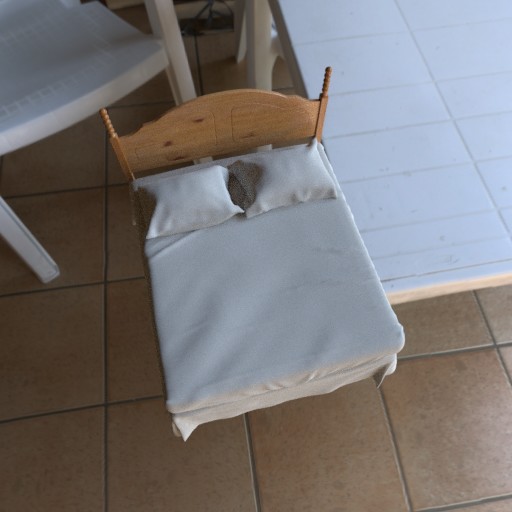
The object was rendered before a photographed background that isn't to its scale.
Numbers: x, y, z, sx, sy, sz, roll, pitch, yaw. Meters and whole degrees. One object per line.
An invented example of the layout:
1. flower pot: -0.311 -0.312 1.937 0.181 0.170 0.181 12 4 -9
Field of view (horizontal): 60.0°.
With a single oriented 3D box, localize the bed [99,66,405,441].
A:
1. bed: 0.000 0.000 3.209 1.873 1.356 2.040 -13 63 -7
